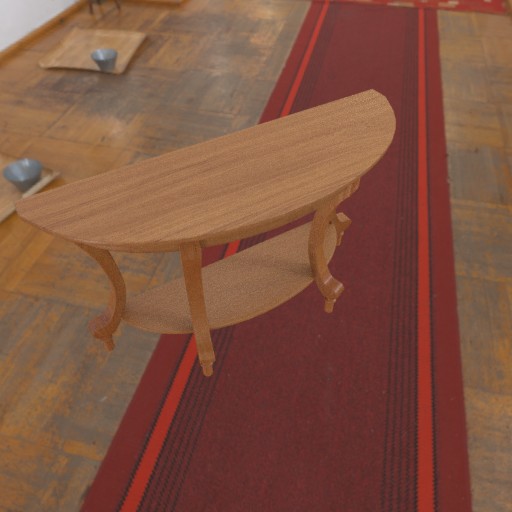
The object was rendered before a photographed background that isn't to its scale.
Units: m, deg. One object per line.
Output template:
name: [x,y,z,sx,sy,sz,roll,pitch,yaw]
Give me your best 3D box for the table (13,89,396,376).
table: [0.000,0.000,1.467,1.198,0.692,0.394,-24,51,-21]
